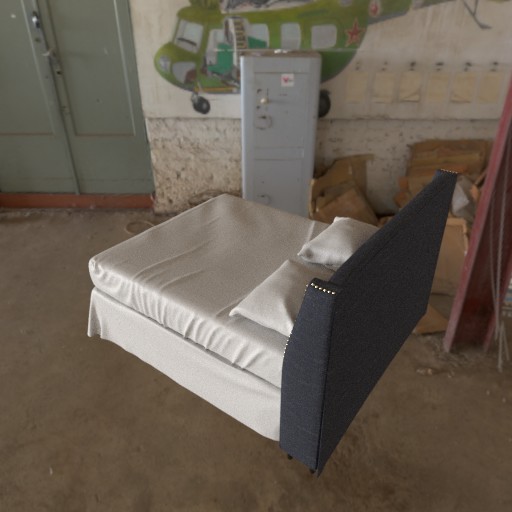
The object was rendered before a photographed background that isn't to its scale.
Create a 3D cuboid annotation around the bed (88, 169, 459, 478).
[{"bbox_3d":[0.000,0.000,3.440,2.276,1.332,1.925,21,36,31],"label":"bed"}]
